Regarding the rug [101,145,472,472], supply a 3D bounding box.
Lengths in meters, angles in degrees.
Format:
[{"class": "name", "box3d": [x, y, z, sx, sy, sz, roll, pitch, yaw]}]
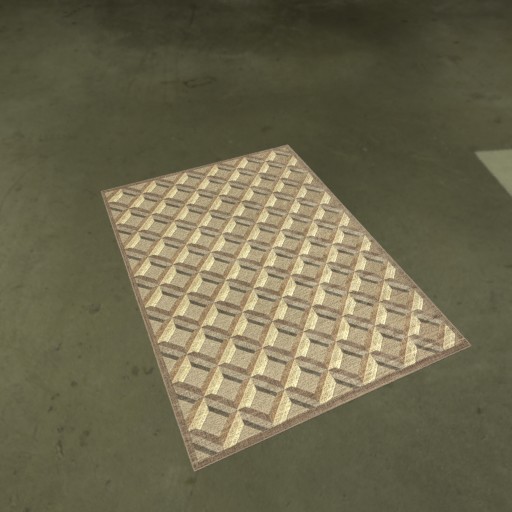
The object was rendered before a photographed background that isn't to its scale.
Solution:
[{"class": "rug", "box3d": [0.000, 0.000, 4.310, 2.382, 0.018, 3.294, -18, 49, -17]}]
